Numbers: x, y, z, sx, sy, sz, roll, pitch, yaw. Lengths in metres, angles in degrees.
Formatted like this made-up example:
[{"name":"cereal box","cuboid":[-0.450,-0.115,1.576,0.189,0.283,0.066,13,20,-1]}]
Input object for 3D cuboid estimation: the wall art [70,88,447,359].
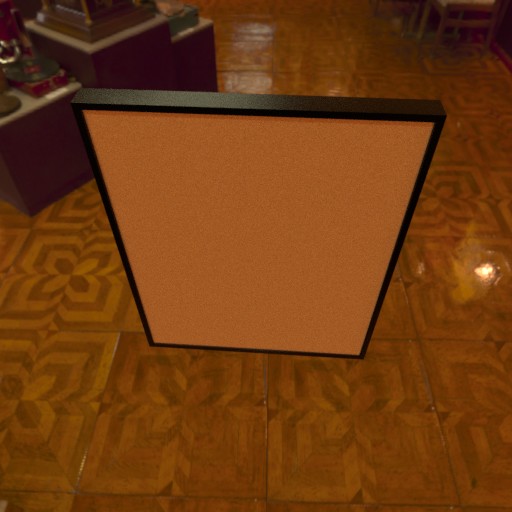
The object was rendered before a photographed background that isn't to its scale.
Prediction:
[{"name":"wall art","cuboid":[0.000,0.000,0.743,0.451,0.553,0.039,3,47,3]}]
